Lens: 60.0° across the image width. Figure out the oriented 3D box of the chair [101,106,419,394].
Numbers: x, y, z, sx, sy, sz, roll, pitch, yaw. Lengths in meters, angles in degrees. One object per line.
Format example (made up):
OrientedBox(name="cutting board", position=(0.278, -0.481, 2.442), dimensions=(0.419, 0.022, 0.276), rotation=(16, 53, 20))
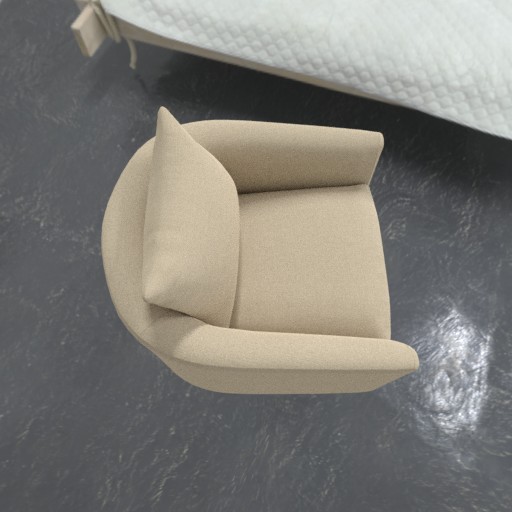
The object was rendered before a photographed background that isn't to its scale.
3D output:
OrientedBox(name="chair", position=(0.000, 0.000, 1.525), dimensions=(0.910, 0.848, 0.845), rotation=(-1, 66, 0))
